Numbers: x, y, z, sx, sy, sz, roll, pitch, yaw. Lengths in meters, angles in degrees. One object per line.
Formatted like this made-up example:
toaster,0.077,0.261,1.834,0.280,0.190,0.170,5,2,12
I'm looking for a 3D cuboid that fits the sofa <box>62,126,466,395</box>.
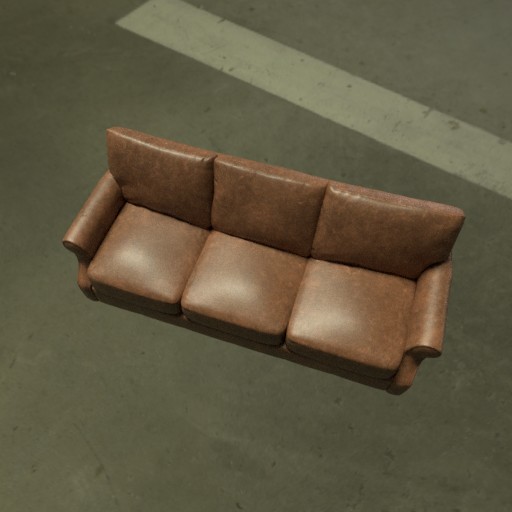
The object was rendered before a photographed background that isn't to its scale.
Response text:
sofa,0.000,0.000,2.828,2.351,0.977,0.973,15,59,9
